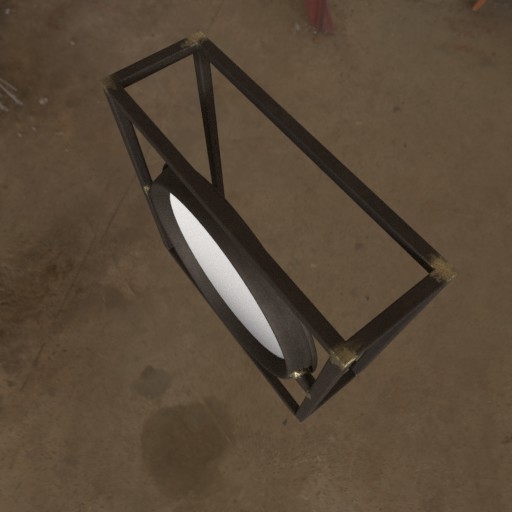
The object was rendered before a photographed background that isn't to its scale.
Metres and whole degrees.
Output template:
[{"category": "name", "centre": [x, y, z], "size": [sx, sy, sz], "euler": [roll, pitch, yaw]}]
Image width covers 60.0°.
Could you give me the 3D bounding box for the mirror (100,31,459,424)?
[{"category": "mirror", "centre": [0.000, 0.000, 0.470], "size": [0.107, 0.303, 0.306], "euler": [-34, 68, -16]}]
